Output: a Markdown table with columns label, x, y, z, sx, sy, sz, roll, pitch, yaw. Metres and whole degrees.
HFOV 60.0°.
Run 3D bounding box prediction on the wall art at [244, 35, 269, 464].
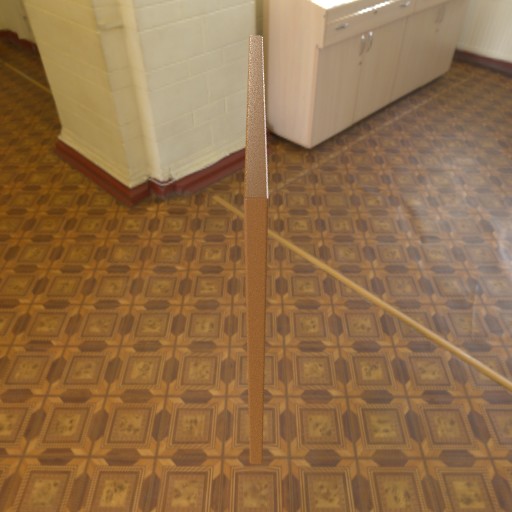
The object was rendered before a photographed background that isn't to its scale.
| label | x | y | z | sx | sy | sz | roll | pitch | yaw |
| --- | --- | --- | --- | --- | --- | --- | --- | --- | --- |
| wall art | 0.000 | 0.000 | 0.505 | 0.015 | 0.379 | 0.310 | 0 | 43 | 0 |
